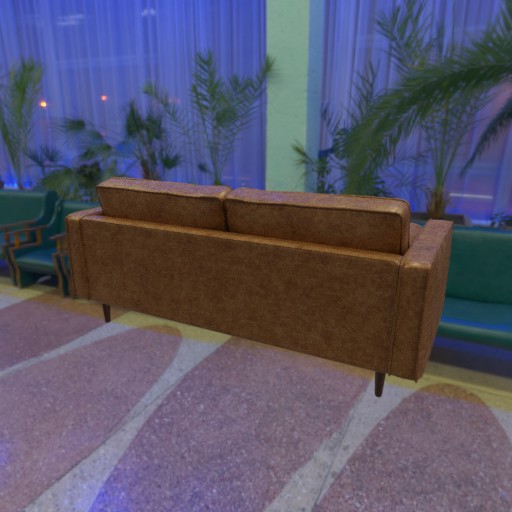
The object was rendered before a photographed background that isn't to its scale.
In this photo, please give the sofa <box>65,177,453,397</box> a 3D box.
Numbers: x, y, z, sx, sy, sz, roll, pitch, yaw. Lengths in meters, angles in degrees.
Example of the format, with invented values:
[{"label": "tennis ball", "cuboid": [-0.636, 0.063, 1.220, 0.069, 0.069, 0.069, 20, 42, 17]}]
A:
[{"label": "sofa", "cuboid": [0.000, 0.000, 2.433, 1.920, 0.825, 0.924, 9, 19, 26]}]
